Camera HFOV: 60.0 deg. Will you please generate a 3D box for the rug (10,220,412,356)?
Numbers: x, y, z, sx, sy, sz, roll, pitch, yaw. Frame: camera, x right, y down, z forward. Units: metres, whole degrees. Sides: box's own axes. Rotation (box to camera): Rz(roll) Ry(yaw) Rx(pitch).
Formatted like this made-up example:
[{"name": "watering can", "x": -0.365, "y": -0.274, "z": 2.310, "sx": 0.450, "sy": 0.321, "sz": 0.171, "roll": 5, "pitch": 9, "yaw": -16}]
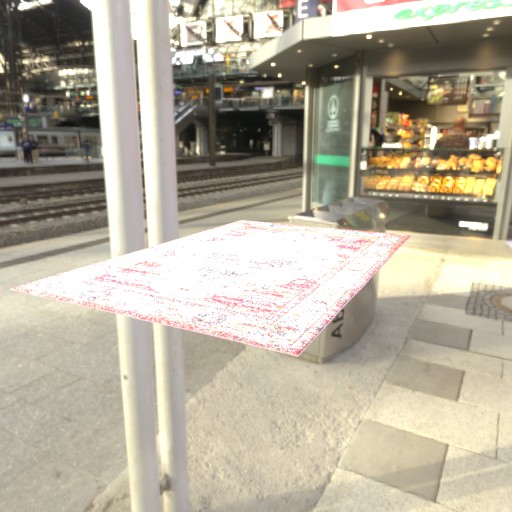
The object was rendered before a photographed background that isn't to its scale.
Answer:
[{"name": "rug", "x": 0.000, "y": 0.000, "z": 2.239, "sx": 1.219, "sy": 0.006, "sz": 1.829, "roll": 7, "pitch": 16, "yaw": 27}]
